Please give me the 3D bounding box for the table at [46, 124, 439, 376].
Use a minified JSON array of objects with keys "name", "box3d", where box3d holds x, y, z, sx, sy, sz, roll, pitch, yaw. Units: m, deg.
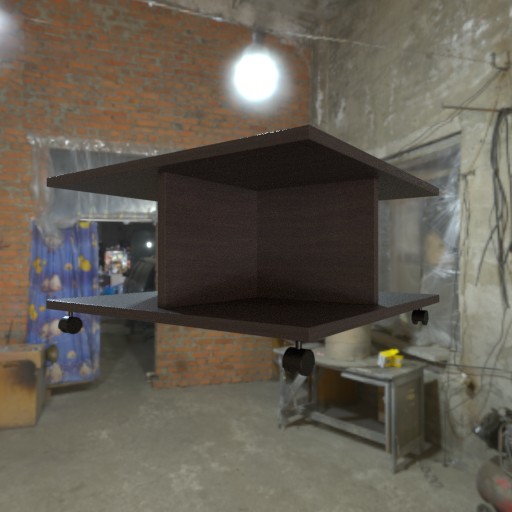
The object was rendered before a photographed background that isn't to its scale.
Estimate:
[{"name":"table","box3d":[0.000,0.000,1.206,0.762,0.396,0.762,0,0,36]}]
